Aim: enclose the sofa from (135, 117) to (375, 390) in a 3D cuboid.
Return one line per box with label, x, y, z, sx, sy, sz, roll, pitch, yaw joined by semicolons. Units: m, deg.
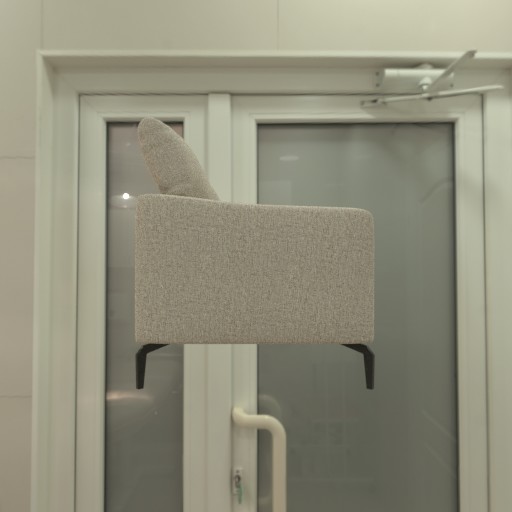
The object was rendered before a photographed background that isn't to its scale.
sofa;0.000;0.000;2.437;0.856;0.956;2.015;0;-2;0
